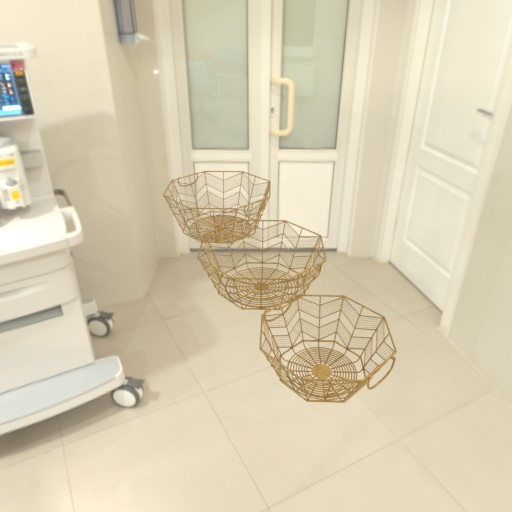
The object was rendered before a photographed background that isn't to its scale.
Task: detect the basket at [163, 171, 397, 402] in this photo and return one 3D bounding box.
[{"bbox_3d":[0.000,0.000,1.426,0.432,0.178,1.245,-11,31,-18],"label":"basket"}]
